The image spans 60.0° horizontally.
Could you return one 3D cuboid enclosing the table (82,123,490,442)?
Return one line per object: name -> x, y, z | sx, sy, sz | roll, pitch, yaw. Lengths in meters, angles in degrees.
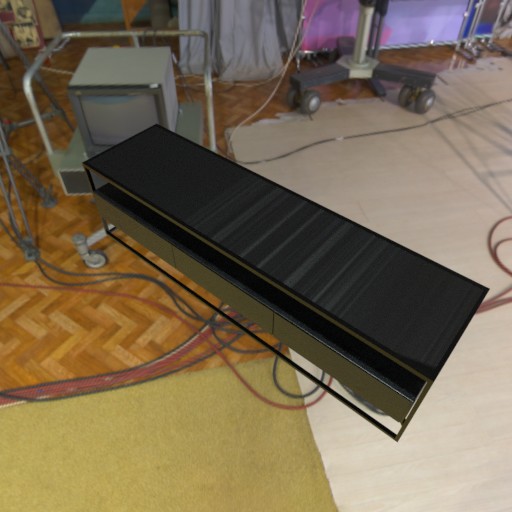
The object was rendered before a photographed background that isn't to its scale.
table -> 0.000, 0.000, 1.687 | 1.486, 0.395, 0.399 | 31, 54, 26
